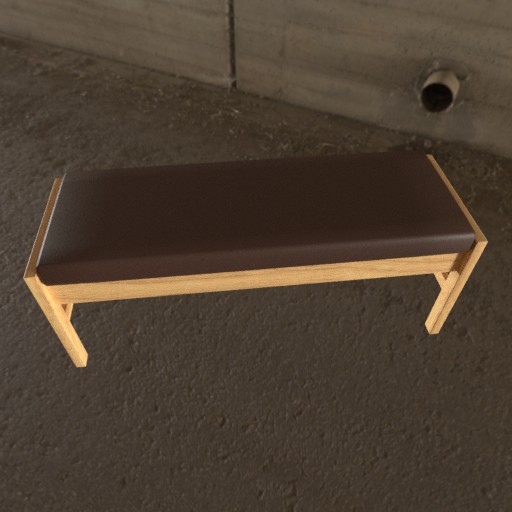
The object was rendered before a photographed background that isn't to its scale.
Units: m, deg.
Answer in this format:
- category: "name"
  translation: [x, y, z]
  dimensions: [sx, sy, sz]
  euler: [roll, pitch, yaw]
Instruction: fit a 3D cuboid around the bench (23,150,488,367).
- category: "bench"
  translation: [0.000, 0.000, 1.423]
  dimensions: [1.200, 0.480, 0.405]
  euler: [-4, 47, -4]
